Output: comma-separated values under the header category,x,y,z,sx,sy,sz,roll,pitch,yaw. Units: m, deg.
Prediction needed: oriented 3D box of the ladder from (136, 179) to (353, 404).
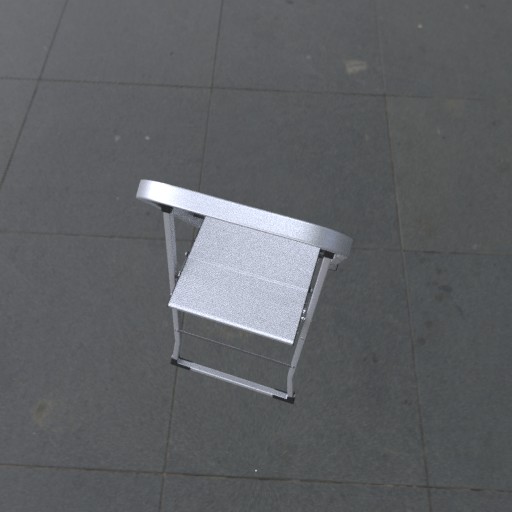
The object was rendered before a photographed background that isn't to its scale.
category,x,y,z,sx,sy,sz,roll,pitch,yaw
ladder,0.000,0.000,1.146,0.465,0.830,0.530,16,65,8
